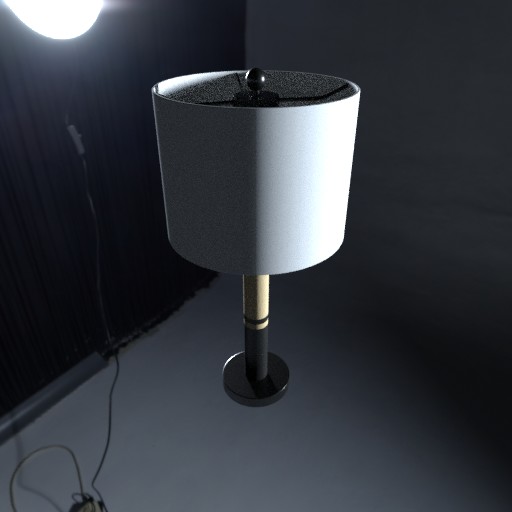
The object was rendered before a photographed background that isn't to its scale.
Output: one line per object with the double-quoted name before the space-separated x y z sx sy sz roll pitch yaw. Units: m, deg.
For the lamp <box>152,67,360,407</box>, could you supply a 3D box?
"lamp" 0.000 0.000 0.812 0.305 0.640 0.305 19 36 29
